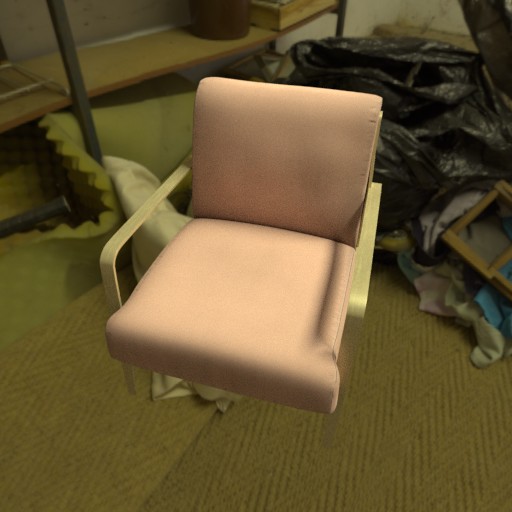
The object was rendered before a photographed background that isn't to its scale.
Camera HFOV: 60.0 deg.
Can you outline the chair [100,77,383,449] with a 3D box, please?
[{"bbox_3d":[0.000,0.000,1.432,0.701,0.823,0.848,11,43,12],"label":"chair"}]
